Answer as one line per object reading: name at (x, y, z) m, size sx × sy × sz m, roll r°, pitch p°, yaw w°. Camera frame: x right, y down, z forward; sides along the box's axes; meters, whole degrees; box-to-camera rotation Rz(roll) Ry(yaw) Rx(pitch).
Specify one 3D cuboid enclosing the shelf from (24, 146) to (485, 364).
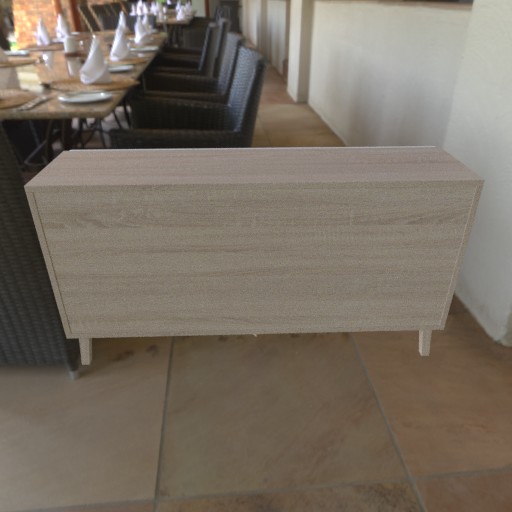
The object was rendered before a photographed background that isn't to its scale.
shelf at (0.000, 0.000, 1.801) m, size 1.490 × 0.780 × 0.400 m, roll -1°, pitch 30°, yaw -2°
